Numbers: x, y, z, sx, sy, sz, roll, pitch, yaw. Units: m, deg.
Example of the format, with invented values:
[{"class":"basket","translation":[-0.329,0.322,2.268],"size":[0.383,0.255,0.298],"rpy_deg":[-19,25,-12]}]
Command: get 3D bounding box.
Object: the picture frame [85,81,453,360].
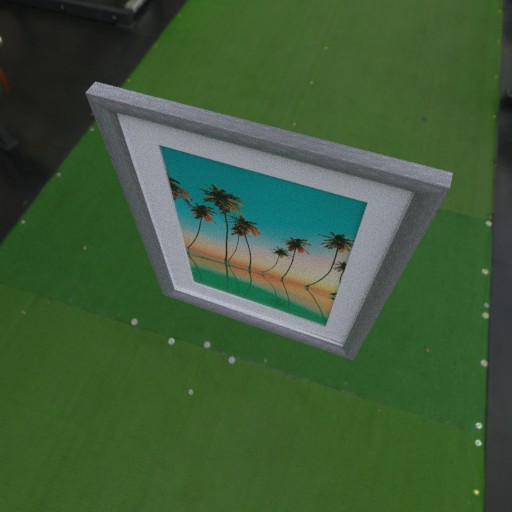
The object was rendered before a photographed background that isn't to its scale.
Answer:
[{"class":"picture frame","translation":[0.000,0.000,0.762],"size":[0.454,0.559,0.029],"rpy_deg":[17,60,11]}]
